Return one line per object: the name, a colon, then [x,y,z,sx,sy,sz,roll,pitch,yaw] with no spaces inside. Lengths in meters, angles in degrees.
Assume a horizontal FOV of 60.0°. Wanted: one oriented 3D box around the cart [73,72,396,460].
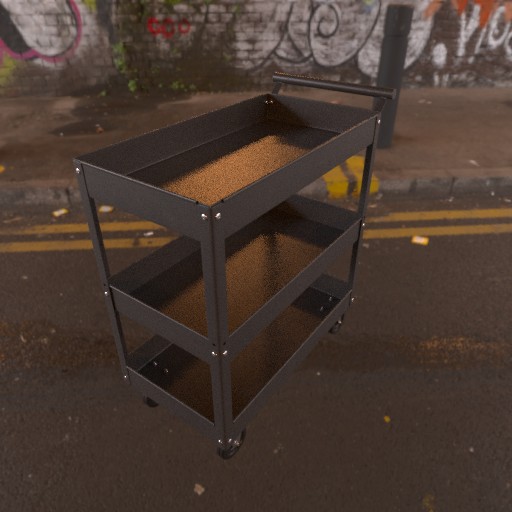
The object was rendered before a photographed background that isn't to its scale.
cart: [0.000,0.000,1.184,0.366,0.780,0.719,21,39,30]
